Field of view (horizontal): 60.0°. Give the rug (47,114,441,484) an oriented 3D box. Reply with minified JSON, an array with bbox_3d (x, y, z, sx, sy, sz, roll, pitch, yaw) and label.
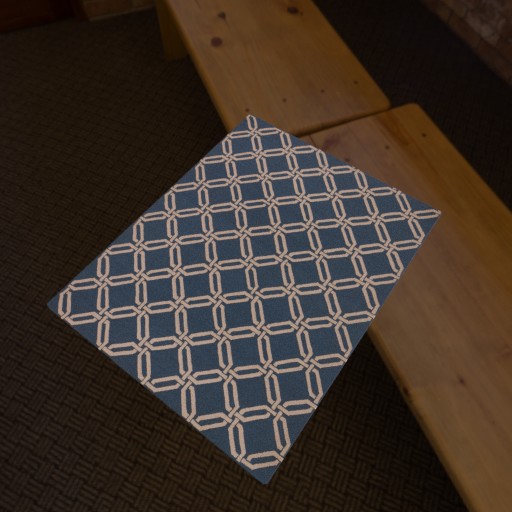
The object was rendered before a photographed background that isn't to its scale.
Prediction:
[{"bbox_3d":[0.000,0.000,3.954,2.277,0.020,2.867,32,64,18],"label":"rug"}]
